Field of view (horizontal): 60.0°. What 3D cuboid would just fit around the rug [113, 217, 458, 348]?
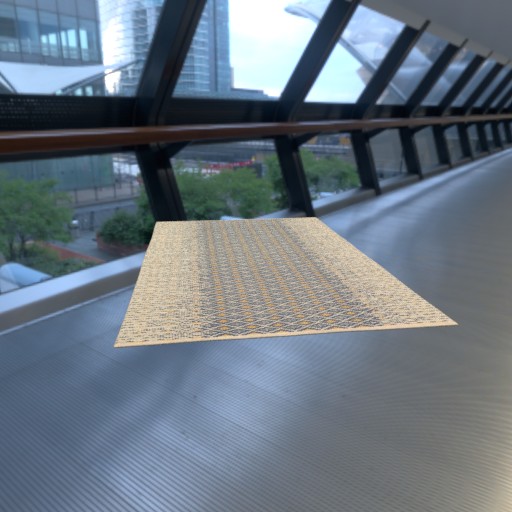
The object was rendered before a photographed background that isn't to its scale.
[{"bbox_3d":[0.000,0.000,3.098,1.541,0.008,2.448,-2,17,-8],"label":"rug"}]
